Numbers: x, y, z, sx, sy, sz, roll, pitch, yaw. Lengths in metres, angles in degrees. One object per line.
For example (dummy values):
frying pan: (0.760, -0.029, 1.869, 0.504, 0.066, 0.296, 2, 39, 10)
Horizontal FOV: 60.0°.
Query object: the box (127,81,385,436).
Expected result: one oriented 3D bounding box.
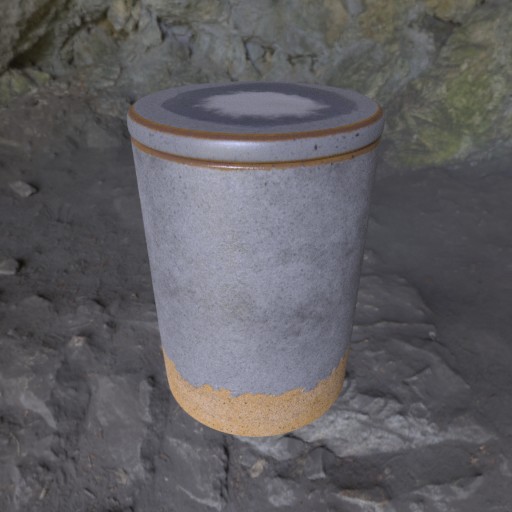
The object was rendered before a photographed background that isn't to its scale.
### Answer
box: (0.000, 0.000, 0.249, 0.118, 0.168, 0.118, 0, 31, 0)
